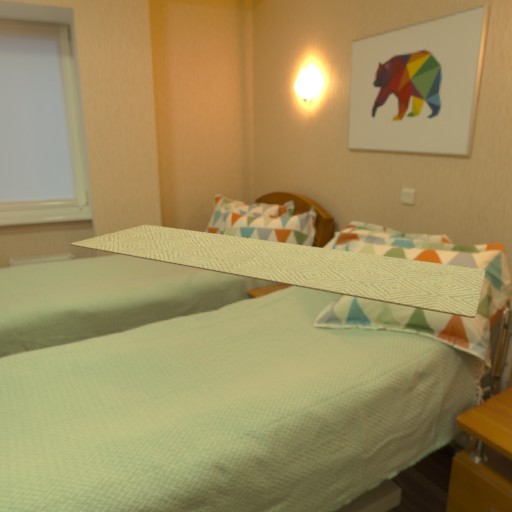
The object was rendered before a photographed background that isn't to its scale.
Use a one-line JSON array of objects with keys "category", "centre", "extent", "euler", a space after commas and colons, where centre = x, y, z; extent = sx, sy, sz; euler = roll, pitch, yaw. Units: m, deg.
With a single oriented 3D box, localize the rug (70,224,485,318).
[{"category": "rug", "centre": [0.000, 0.000, 2.489], "extent": [2.277, 0.008, 0.676], "euler": [9, 18, 28]}]
